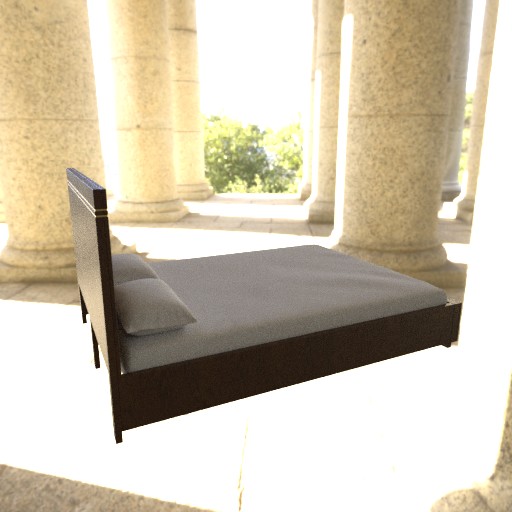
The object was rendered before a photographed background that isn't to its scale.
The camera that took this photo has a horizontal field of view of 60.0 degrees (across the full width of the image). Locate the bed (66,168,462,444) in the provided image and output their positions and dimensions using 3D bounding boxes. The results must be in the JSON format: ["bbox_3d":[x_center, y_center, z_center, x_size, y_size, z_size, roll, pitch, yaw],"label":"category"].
[{"bbox_3d":[0.000,0.000,3.068,2.221,1.169,1.613,-7,16,-25],"label":"bed"}]
